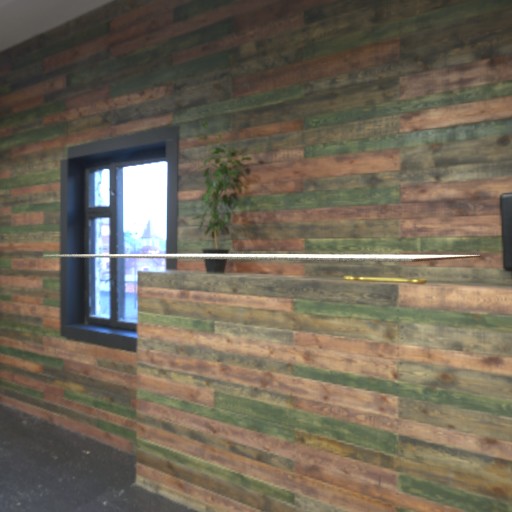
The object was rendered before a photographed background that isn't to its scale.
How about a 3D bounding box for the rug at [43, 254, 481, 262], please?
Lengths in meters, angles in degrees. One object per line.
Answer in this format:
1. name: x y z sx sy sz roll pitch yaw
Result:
1. rug: 0.000 0.000 2.912 2.444 0.012 1.526 0 1 35
